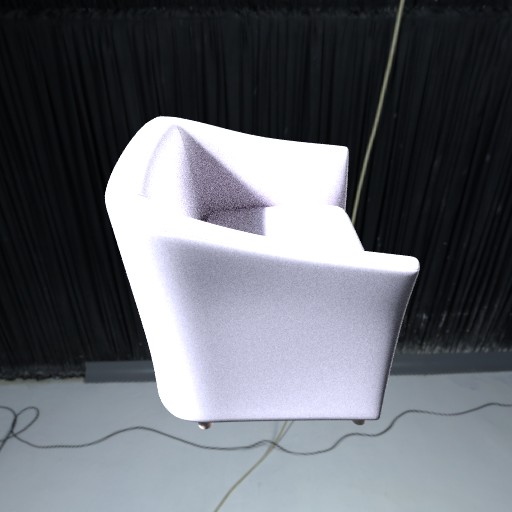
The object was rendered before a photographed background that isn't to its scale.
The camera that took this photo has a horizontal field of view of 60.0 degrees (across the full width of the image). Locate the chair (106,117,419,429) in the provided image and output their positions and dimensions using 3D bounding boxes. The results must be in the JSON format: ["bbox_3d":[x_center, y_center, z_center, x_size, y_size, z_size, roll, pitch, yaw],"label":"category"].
[{"bbox_3d":[0.000,0.000,1.380,0.700,0.720,0.790,-1,32,-1],"label":"chair"}]
